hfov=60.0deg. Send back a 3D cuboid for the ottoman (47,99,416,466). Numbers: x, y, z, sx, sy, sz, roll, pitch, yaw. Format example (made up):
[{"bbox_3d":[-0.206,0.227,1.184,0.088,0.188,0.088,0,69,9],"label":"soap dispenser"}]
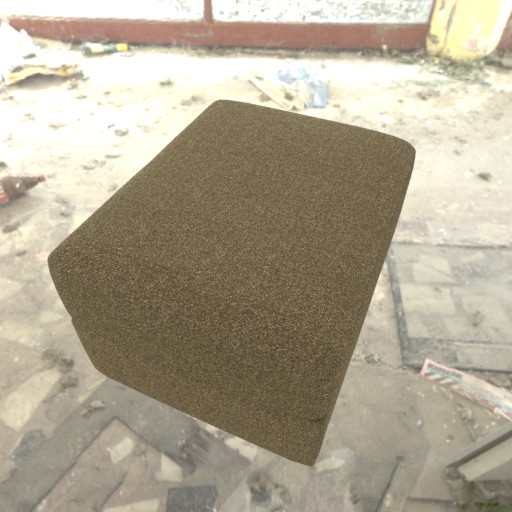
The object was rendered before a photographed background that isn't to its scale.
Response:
[{"bbox_3d":[0.000,0.000,1.109,0.598,0.476,0.742,18,49,17],"label":"ottoman"}]
